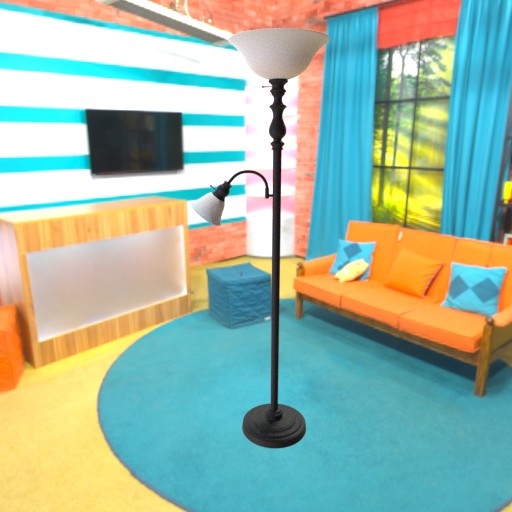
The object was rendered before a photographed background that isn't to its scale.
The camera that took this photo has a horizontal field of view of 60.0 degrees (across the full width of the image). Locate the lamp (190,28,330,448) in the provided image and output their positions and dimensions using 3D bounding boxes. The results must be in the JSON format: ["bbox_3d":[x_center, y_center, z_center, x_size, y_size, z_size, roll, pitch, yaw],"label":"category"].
[{"bbox_3d":[0.000,0.000,2.015,0.588,1.793,0.405,2,15,7],"label":"lamp"}]
